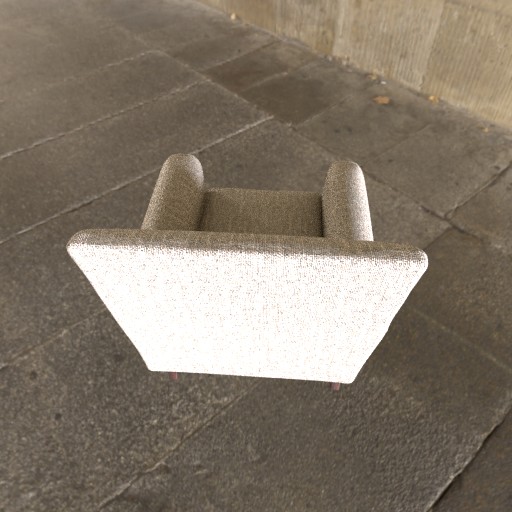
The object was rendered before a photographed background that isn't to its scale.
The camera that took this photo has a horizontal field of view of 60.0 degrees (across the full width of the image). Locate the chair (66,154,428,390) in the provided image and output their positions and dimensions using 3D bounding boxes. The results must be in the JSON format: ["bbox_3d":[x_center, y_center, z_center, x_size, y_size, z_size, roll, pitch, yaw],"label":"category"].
[{"bbox_3d":[0.000,0.000,1.661,0.864,0.928,0.873,3,47,3],"label":"chair"}]
